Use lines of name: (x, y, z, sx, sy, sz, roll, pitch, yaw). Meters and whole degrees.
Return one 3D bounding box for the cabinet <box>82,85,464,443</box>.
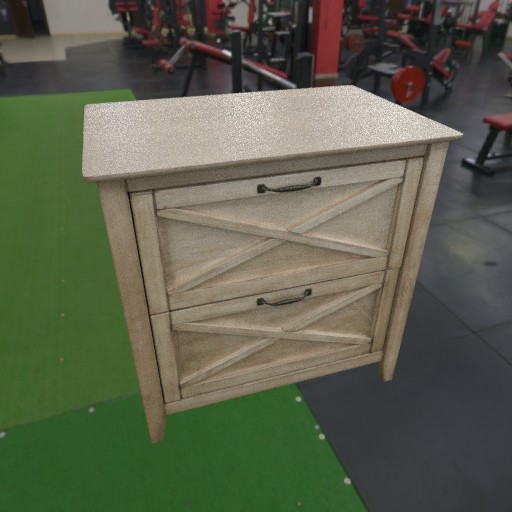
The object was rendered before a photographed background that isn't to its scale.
cabinet: (0.000, 0.000, 1.235, 0.763, 0.762, 0.503, -10, 34, -15)
